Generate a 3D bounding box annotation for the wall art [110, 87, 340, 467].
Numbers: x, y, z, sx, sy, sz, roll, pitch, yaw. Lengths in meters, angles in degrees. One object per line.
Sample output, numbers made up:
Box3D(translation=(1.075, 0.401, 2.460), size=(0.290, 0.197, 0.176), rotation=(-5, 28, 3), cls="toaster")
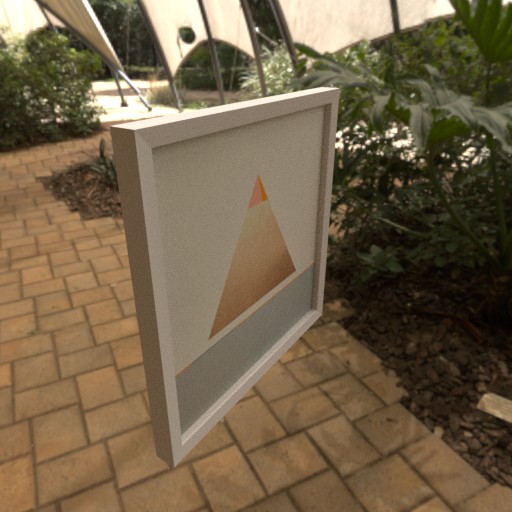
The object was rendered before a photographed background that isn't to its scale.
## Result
Box3D(translation=(0.000, 0.000, 1.951), size=(0.098, 1.291, 1.289), rotation=(17, 31, 30), cls="wall art")
